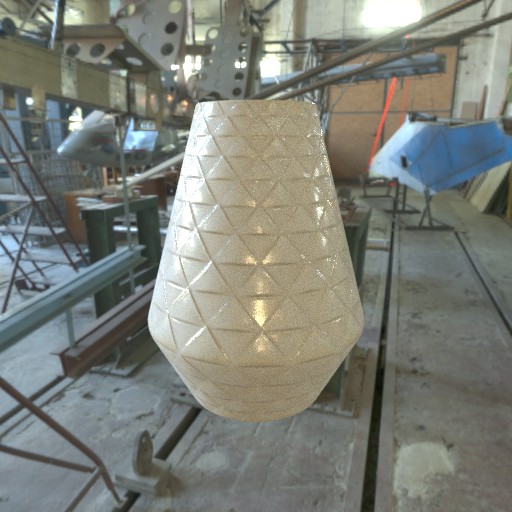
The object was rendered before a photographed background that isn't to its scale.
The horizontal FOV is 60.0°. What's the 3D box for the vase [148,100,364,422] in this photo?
[{"bbox_3d":[0.000,0.000,0.355,0.175,0.230,0.175,0,15,0],"label":"vase"}]
